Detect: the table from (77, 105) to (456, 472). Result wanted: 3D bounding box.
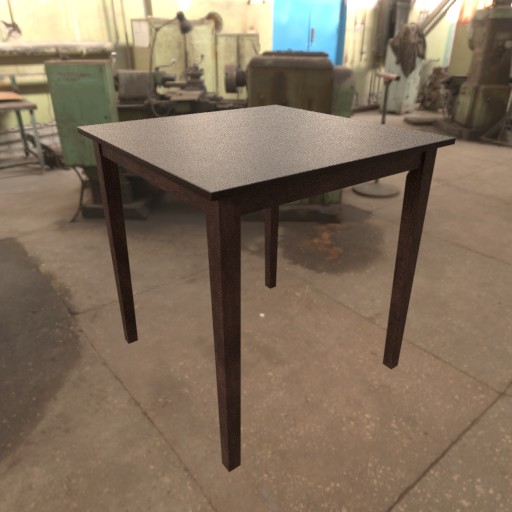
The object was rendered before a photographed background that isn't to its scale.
[{"bbox_3d":[0.000,0.000,1.401,0.749,0.770,0.749,-19,32,-32],"label":"table"}]
